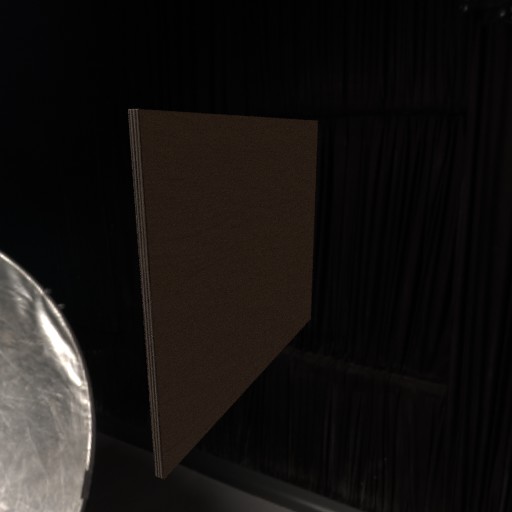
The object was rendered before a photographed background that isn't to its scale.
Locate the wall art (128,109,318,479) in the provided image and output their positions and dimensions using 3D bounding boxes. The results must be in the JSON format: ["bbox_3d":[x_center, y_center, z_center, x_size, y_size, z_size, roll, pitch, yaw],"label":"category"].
[{"bbox_3d":[0.000,0.000,0.679,0.013,0.406,0.508,8,17,25],"label":"wall art"}]
